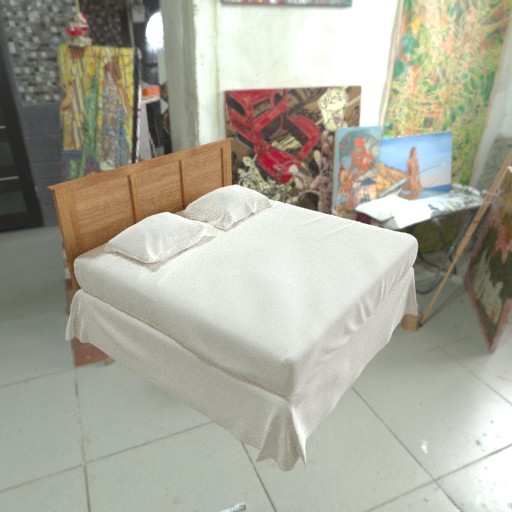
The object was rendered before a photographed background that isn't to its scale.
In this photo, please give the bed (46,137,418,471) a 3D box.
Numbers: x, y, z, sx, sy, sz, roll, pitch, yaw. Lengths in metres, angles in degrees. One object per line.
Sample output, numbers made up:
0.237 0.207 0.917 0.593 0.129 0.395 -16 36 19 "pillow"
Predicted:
0.000 0.000 3.568 2.215 1.270 2.317 19 33 32 "bed"
